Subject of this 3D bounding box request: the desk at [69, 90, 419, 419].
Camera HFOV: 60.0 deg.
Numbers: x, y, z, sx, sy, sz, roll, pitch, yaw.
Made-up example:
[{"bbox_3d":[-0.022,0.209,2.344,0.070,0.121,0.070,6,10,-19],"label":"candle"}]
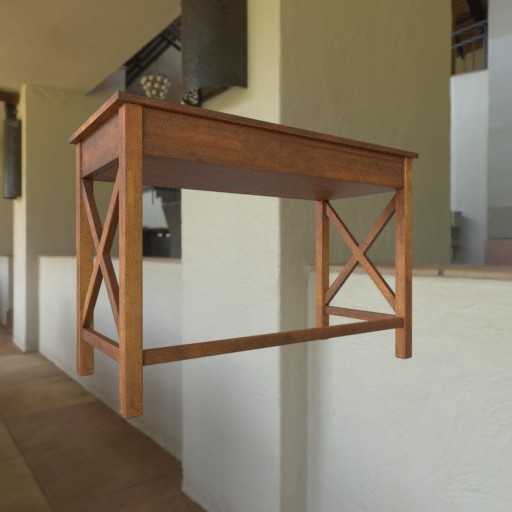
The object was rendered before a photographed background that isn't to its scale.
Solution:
[{"bbox_3d":[0.000,0.000,1.540,1.117,0.762,0.508,0,0,-35],"label":"desk"}]
